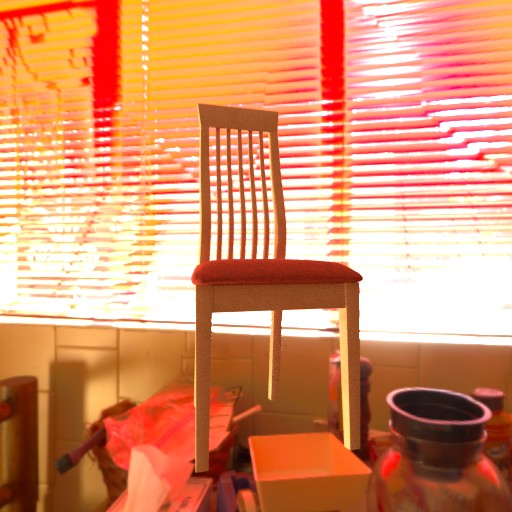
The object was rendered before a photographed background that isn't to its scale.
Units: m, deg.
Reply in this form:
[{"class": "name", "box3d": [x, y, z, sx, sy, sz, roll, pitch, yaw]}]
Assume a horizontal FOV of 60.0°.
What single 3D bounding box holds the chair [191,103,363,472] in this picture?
[{"class": "chair", "box3d": [0.000, 0.000, 1.332, 0.460, 1.027, 0.474, 0, -1, -17]}]
